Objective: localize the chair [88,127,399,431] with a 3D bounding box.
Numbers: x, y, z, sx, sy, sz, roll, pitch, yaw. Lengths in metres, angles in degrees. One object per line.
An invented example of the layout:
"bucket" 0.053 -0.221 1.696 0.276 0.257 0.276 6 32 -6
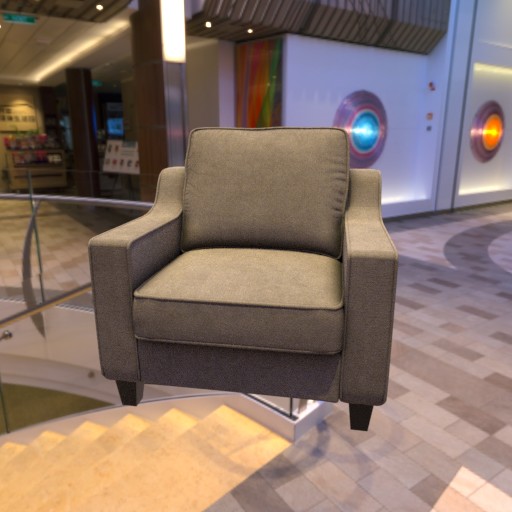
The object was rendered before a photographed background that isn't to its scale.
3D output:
"chair" 0.000 0.000 1.670 0.926 0.944 0.840 3 15 10
